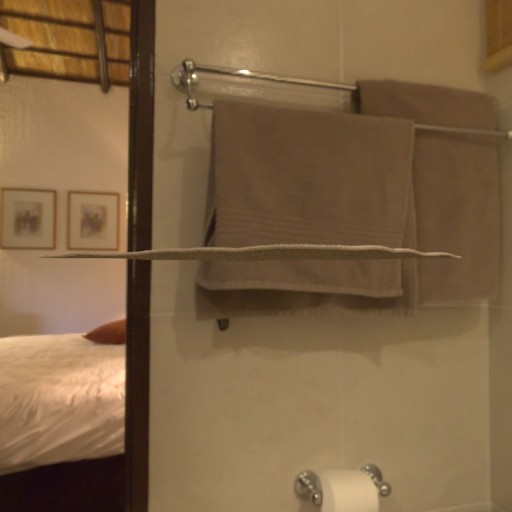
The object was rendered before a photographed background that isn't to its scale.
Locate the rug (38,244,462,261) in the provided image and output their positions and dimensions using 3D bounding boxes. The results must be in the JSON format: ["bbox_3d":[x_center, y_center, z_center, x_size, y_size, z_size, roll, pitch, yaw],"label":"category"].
[{"bbox_3d":[0.000,0.000,0.873,0.642,0.008,0.551,-1,-2,37],"label":"rug"}]
